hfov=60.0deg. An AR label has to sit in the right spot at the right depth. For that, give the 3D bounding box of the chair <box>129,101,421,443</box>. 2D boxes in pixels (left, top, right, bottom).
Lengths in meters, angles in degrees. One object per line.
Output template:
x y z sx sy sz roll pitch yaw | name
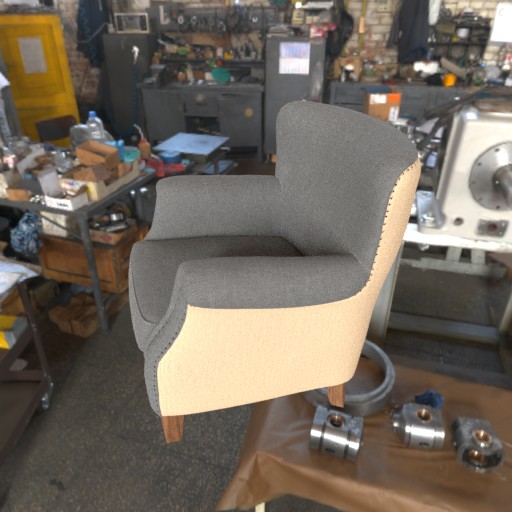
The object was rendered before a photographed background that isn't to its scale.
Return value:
0.000 0.000 1.606 0.921 0.936 0.861 -8 31 -14 | chair
